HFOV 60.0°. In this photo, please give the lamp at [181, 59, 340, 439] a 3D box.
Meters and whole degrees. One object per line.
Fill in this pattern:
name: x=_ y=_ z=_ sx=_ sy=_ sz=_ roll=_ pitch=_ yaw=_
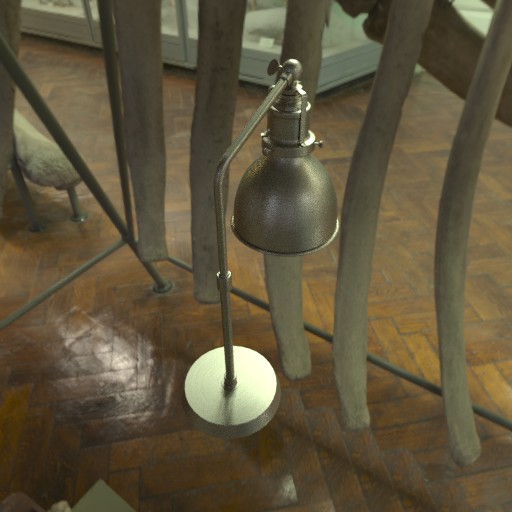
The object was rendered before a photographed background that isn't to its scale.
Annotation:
lamp: x=0.000 y=0.000 z=0.578 sx=0.153 sy=0.456 sz=0.286 roll=24 pitch=46 yaw=26
